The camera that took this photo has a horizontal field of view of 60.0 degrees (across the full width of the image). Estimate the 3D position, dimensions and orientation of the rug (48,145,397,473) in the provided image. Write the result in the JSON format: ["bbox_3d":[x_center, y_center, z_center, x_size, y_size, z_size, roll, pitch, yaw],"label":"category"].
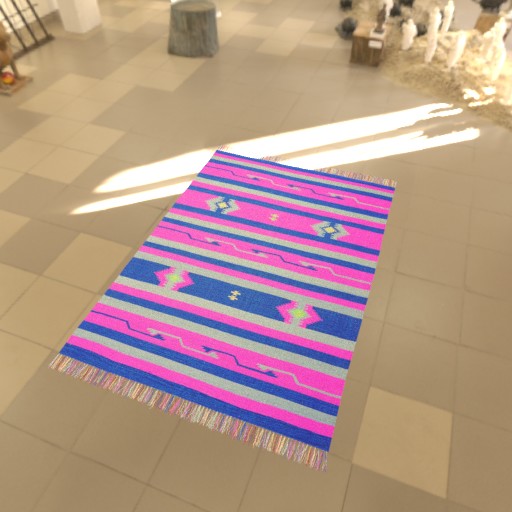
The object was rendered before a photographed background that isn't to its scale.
[{"bbox_3d":[0.000,0.000,2.947,1.539,0.013,2.350,15,48,14],"label":"rug"}]
